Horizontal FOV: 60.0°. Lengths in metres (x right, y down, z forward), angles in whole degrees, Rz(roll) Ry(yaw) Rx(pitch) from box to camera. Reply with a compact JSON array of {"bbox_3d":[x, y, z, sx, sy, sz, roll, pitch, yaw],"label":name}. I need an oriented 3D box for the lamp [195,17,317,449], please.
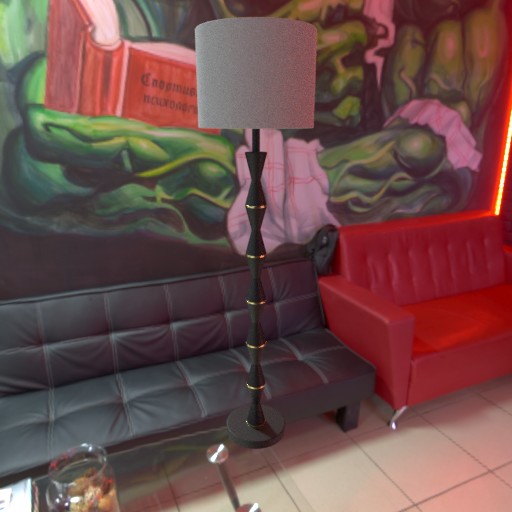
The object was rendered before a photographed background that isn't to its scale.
[{"bbox_3d":[0.000,0.000,1.607,0.381,1.480,0.381,2,17,8],"label":"lamp"}]
